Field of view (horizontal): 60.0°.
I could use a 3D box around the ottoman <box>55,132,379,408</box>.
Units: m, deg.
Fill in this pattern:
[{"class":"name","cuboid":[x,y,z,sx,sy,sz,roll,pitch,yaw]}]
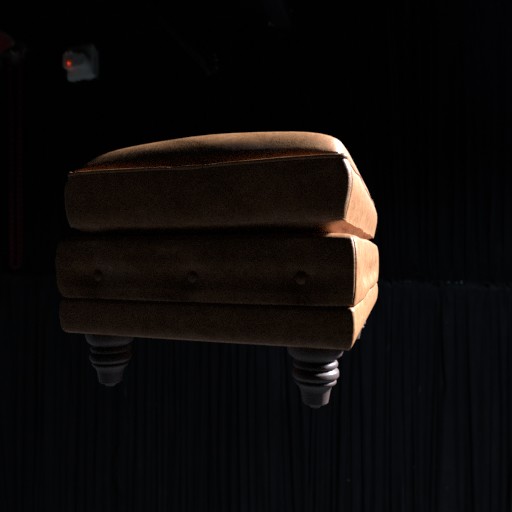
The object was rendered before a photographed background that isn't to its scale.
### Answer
[{"class":"ottoman","cuboid":[0.000,0.000,1.044,0.533,0.480,0.710,0,0,18]}]
